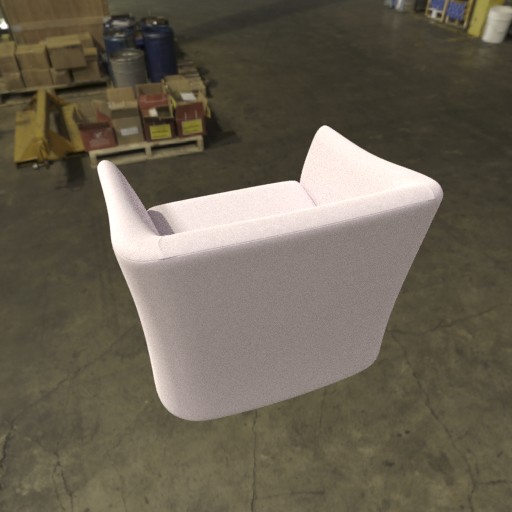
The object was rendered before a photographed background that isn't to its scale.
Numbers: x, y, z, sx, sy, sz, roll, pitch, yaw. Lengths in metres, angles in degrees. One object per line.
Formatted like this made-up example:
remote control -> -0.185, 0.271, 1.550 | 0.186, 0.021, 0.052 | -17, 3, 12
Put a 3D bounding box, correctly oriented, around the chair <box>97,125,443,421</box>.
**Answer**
chair -> 0.000, 0.000, 1.342 | 0.790, 0.720, 0.700 | -13, 42, -15
